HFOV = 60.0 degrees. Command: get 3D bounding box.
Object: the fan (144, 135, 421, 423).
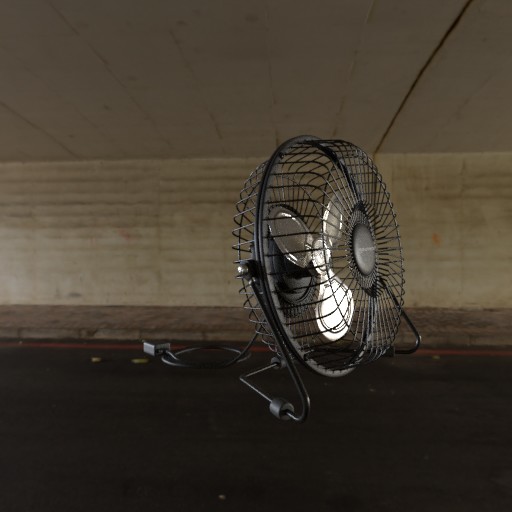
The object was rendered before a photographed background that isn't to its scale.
[{"bbox_3d":[0.000,0.000,0.385,0.227,0.188,0.209,1,2,36],"label":"fan"}]
